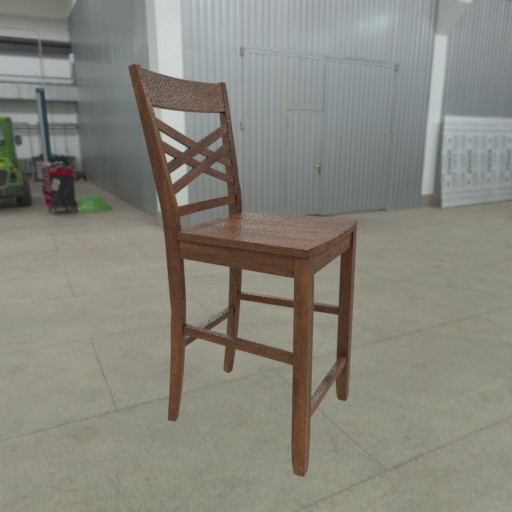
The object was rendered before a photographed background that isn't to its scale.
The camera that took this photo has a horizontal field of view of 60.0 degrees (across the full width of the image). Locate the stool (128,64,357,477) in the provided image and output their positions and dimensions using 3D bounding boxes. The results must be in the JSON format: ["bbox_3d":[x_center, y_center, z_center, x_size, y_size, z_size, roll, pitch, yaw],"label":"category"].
[{"bbox_3d":[0.000,0.000,1.373,0.539,1.079,0.462,7,16,26],"label":"stool"}]
